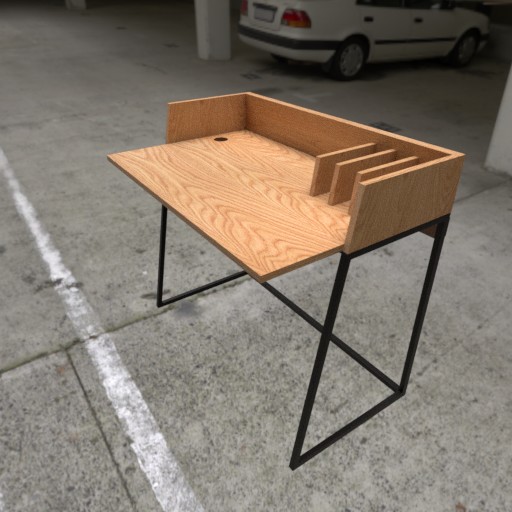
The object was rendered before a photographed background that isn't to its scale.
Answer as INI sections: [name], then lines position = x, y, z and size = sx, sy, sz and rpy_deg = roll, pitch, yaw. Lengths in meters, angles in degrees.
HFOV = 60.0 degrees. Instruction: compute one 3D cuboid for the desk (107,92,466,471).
[desk]
position = 0.000, 0.000, 1.874
size = 0.769, 1.061, 1.191
rpy_deg = -20, 36, -29
